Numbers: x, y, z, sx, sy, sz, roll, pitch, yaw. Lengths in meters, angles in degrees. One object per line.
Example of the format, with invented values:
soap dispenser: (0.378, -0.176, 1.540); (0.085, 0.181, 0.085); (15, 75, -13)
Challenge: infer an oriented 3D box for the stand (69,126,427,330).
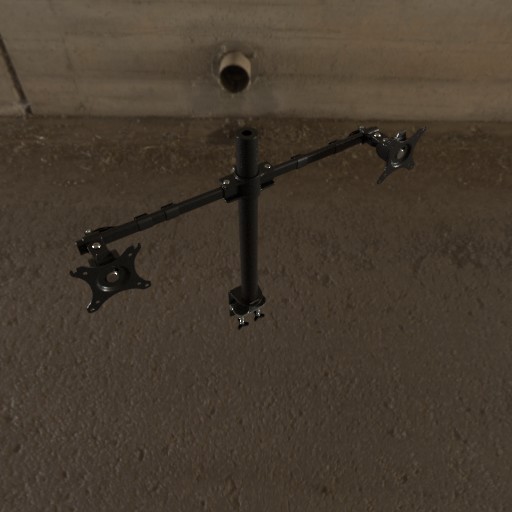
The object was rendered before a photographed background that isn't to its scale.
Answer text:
stand: (0.000, 0.000, 1.010); (0.743, 0.603, 0.150); (-25, 52, -21)
